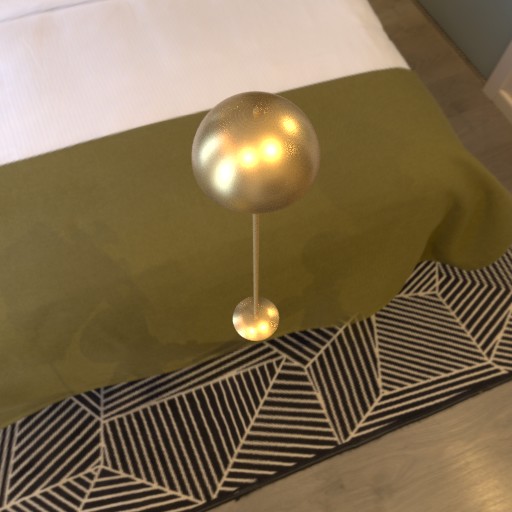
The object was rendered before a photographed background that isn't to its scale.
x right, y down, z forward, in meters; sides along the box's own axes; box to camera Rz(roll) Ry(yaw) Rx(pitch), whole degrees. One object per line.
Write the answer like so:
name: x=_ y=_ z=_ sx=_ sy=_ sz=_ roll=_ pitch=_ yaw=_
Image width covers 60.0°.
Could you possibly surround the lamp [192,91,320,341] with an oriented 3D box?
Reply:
lamp: x=0.000 y=0.000 z=1.647 sx=0.328 sy=1.480 sz=0.328 roll=35 pitch=69 yaw=16
